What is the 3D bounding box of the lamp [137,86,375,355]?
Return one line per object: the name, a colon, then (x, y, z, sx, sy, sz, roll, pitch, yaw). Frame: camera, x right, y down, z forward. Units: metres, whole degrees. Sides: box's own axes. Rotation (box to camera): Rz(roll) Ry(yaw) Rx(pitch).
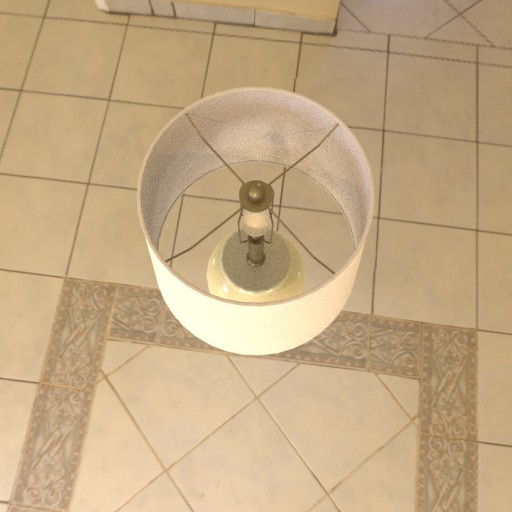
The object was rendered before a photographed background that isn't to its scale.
lamp: (0.000, 0.000, 0.542, 0.239, 0.399, 0.239, 0, 75, 0)
